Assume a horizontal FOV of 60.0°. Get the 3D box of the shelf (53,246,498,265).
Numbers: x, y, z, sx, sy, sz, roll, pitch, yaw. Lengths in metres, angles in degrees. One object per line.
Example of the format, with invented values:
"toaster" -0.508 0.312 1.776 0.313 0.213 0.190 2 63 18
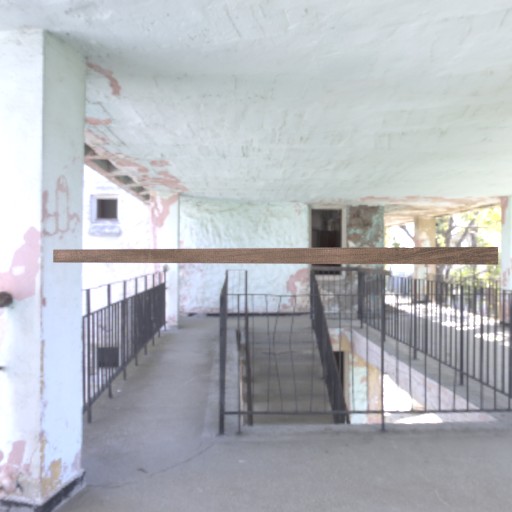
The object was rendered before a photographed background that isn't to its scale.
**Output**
"shelf" 0.000 0.000 0.651 0.610 0.020 0.140 0 0 18
